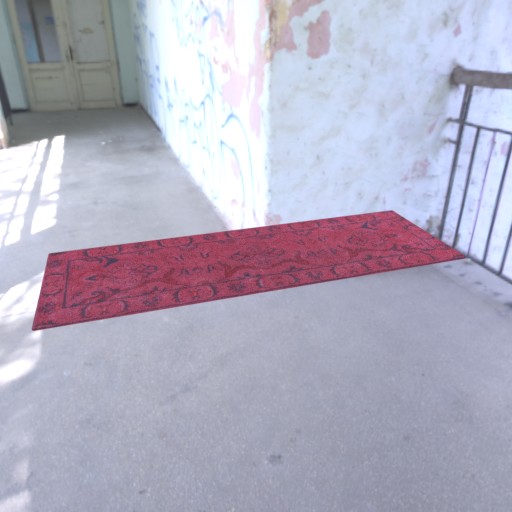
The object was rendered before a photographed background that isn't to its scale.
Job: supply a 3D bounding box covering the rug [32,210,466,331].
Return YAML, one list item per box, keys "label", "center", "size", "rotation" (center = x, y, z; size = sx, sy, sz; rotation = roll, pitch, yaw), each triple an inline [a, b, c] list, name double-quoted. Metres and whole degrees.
- label: "rug"
  center: [0.000, 0.000, 2.725]
  size: [2.439, 0.018, 0.813]
  rotation: [-8, 28, -15]
